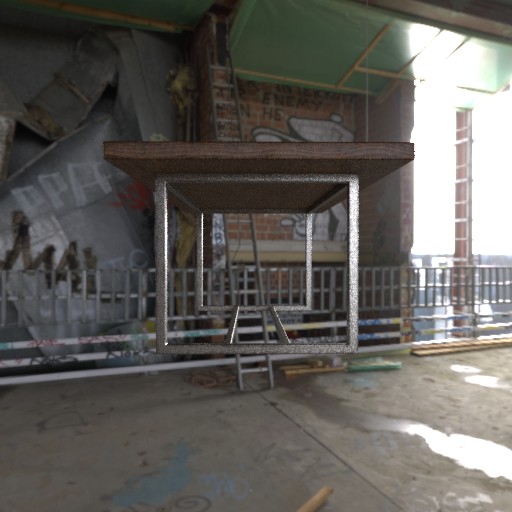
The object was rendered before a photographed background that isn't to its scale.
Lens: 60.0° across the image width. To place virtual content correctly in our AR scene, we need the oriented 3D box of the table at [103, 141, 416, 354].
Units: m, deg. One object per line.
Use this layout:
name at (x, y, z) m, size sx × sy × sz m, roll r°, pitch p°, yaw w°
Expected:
table at (0.000, 0.000, 2.519) m, size 1.078 × 0.795 × 1.989 m, roll 0°, pitch 0°, yaw -1°
